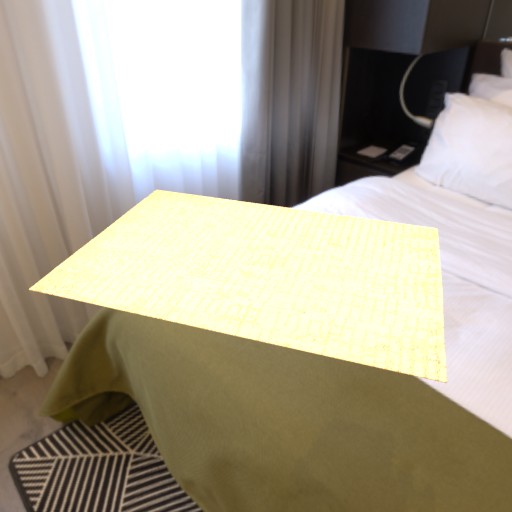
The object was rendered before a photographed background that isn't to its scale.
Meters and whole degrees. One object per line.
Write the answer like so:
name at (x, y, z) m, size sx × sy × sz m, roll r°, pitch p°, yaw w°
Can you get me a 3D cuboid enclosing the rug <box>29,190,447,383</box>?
rug at (0.000, 0.000, 2.307) m, size 1.827 × 0.007 × 1.211 m, roll 10°, pitch 33°, yaw 15°
